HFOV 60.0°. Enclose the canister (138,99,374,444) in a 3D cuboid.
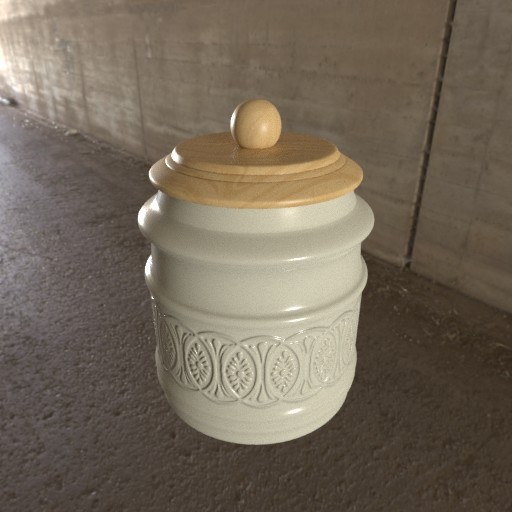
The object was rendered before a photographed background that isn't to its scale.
[{"bbox_3d":[0.000,0.000,0.263,0.130,0.176,0.130,0,26,0],"label":"canister"}]
